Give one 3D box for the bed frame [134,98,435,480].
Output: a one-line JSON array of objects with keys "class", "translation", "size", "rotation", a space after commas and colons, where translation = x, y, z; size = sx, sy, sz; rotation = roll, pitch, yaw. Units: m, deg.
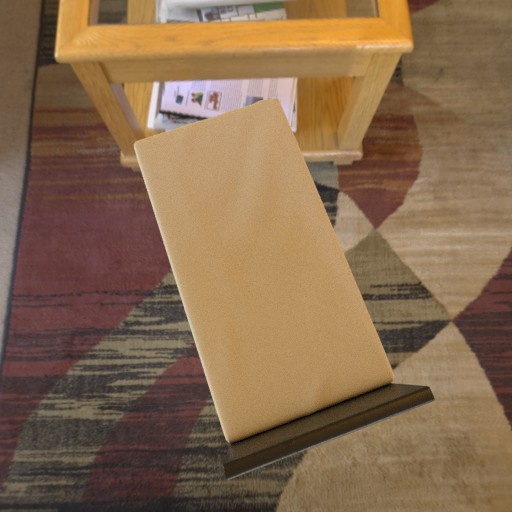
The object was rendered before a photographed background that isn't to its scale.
[{"class": "bed frame", "translation": [0.000, 0.000, 2.593], "size": [1.038, 1.046, 2.152], "rotation": [-19, 76, -5]}]
